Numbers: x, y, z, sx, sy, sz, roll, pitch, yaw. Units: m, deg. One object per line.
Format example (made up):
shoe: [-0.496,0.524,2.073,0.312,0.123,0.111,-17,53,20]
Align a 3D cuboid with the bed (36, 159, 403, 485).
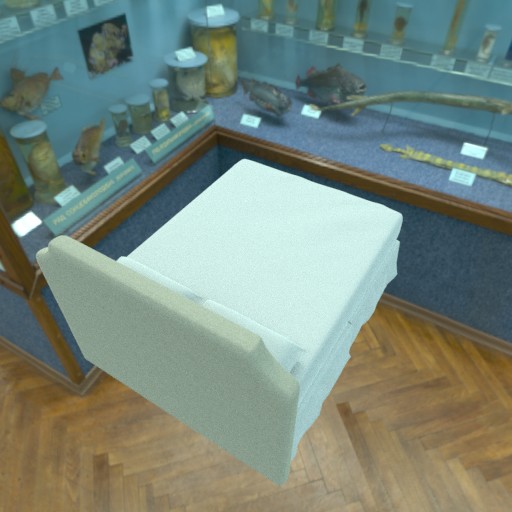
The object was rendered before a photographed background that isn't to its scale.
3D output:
bed: [0.000,0.000,3.153,1.693,1.290,2.116,24,50,22]
